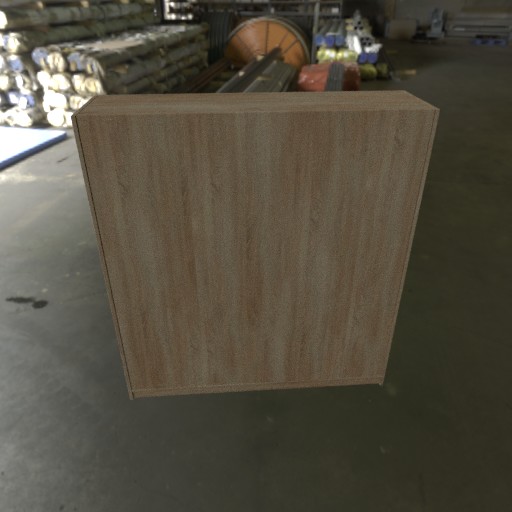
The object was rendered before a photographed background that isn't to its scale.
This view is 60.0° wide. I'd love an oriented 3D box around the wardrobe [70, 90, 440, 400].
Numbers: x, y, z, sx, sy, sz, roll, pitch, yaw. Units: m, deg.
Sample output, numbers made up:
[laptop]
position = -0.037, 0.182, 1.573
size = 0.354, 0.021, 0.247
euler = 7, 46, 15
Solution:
[wardrobe]
position = 0.000, 0.000, 3.199
size = 1.998, 2.159, 0.598
euler = -2, 31, -4
